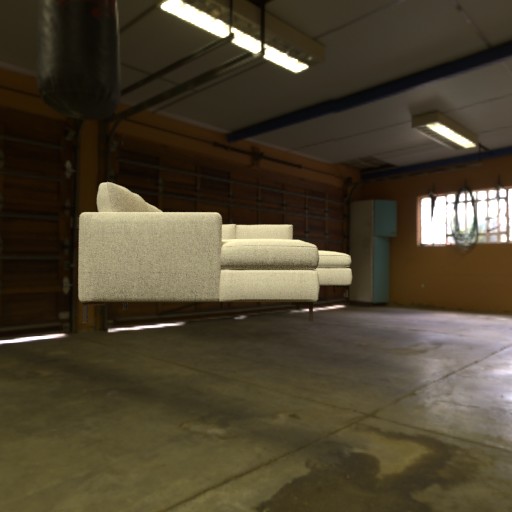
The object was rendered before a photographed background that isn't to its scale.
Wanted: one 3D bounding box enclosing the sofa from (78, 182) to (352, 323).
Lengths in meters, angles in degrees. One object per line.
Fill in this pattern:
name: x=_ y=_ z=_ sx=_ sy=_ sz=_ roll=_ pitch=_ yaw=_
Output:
sofa: x=0.000 y=0.000 z=3.633 sx=1.879 sy=0.756 sz=2.737 roll=0 pitch=-1 yaw=-1
